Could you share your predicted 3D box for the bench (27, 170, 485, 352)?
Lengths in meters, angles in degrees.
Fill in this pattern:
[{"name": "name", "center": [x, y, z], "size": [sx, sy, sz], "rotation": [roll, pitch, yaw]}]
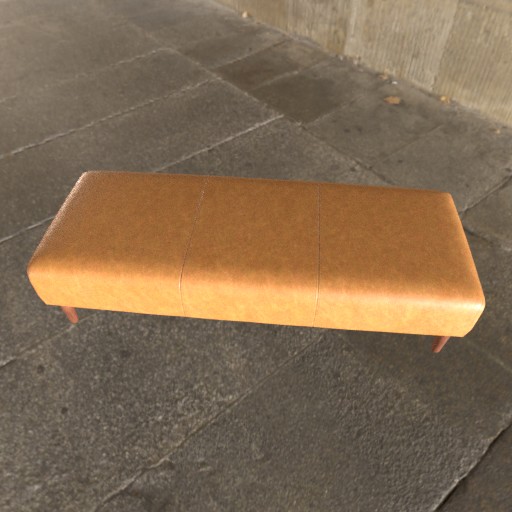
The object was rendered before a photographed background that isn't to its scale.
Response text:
[{"name": "bench", "center": [0.000, 0.000, 1.843], "size": [1.610, 0.399, 0.653], "rotation": [4, 47, 4]}]
